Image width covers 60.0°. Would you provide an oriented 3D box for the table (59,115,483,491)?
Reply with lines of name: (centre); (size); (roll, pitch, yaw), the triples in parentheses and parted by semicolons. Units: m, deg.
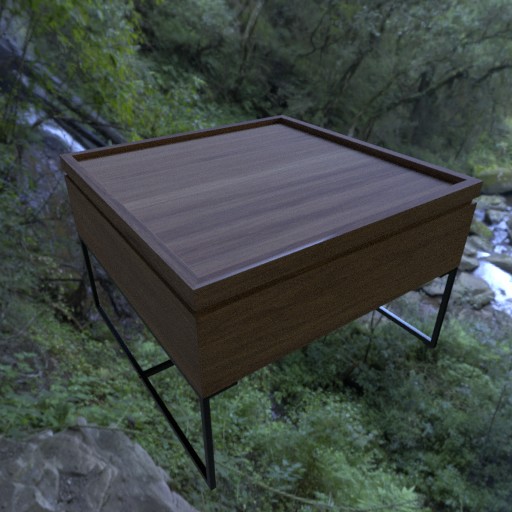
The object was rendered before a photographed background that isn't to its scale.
table: (0.000, 0.000, 1.107); (0.679, 0.464, 0.676); (-20, 36, -29)
